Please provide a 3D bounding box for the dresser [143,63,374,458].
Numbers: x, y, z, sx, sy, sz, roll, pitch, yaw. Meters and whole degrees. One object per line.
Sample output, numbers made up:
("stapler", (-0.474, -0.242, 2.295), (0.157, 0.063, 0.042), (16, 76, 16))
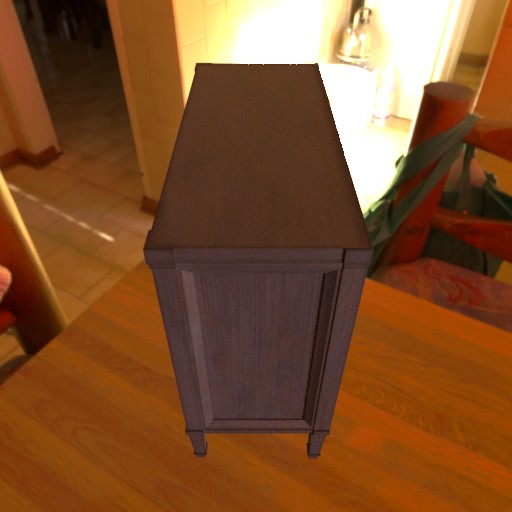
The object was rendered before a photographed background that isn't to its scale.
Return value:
("dresser", (0.000, 0.000, 1.590), (0.463, 0.986, 1.049), (0, 42, 0))
